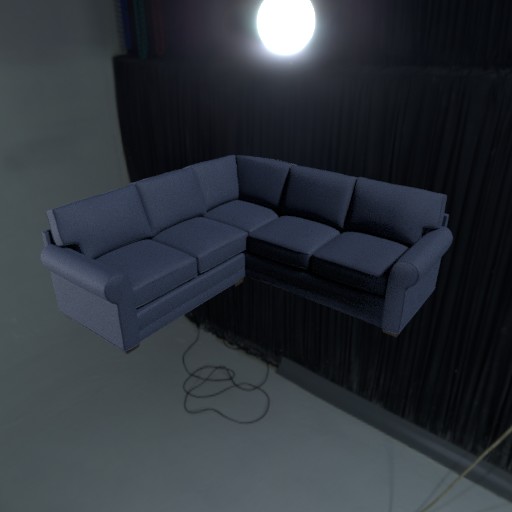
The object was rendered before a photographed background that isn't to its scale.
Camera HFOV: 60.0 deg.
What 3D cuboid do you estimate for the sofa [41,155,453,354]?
[{"bbox_3d":[0.000,0.000,3.773,2.562,1.042,2.487,19,32,33],"label":"sofa"}]
